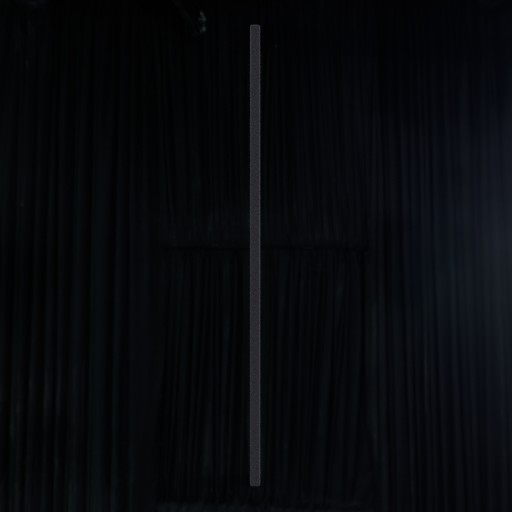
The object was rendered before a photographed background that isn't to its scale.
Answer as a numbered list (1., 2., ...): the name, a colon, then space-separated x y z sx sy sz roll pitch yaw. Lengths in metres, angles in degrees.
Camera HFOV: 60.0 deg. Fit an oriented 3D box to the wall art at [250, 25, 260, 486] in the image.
1. wall art: 0.000 0.000 0.695 0.012 0.529 0.374 0 -1 0
